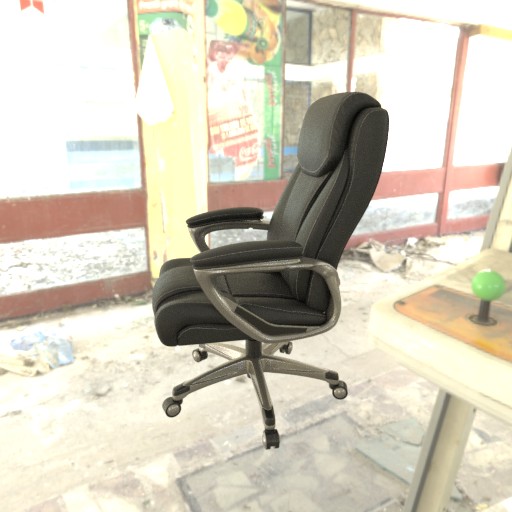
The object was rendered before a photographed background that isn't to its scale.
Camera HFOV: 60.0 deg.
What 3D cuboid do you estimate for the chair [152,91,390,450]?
[{"bbox_3d":[0.000,0.000,1.681,0.784,1.167,0.741,-3,16,-10],"label":"chair"}]
